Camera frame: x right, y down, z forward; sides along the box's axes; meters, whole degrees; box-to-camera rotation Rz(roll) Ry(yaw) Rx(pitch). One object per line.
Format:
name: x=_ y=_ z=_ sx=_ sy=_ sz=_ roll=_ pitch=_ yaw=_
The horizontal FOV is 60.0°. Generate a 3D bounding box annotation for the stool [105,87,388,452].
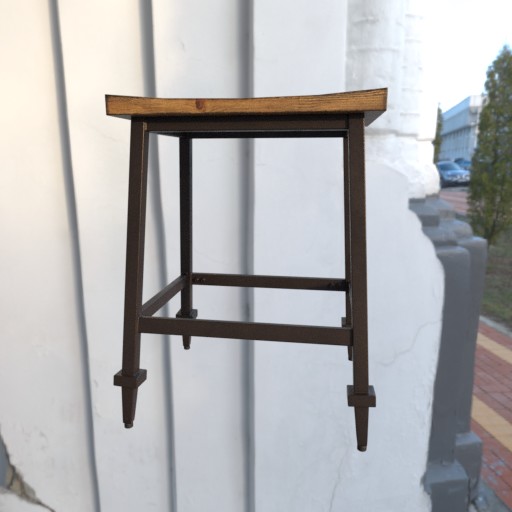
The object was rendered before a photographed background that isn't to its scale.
stool: x=0.000 y=0.000 z=0.955 sx=0.486 sy=0.625 sz=0.405 roll=2 pitch=12 yaw=9
